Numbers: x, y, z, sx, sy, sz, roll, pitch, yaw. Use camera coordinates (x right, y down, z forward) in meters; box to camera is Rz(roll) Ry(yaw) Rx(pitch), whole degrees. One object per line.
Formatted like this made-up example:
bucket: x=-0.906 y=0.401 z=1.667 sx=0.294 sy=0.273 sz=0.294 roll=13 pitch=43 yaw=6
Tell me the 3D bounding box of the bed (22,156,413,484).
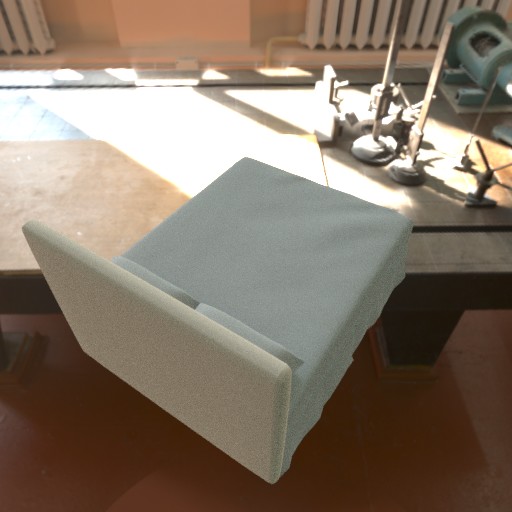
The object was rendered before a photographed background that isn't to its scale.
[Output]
bed: x=0.000 y=0.000 z=3.143 sx=1.748 sy=1.330 sz=2.142 roll=26 pitch=51 yaw=23
